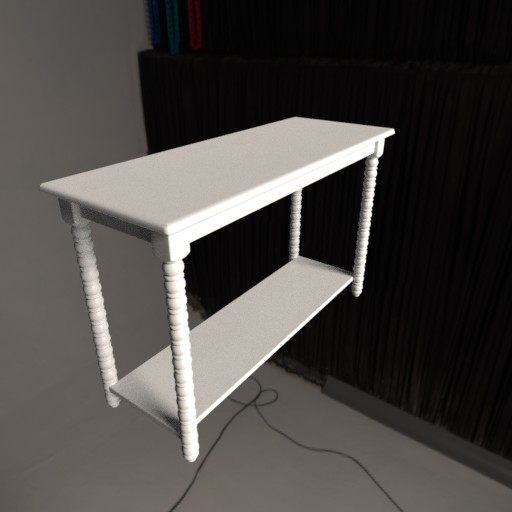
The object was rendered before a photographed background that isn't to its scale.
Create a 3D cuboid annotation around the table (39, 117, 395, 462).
[{"bbox_3d":[0.000,0.000,1.548,0.459,0.740,1.184,18,32,32],"label":"table"}]
